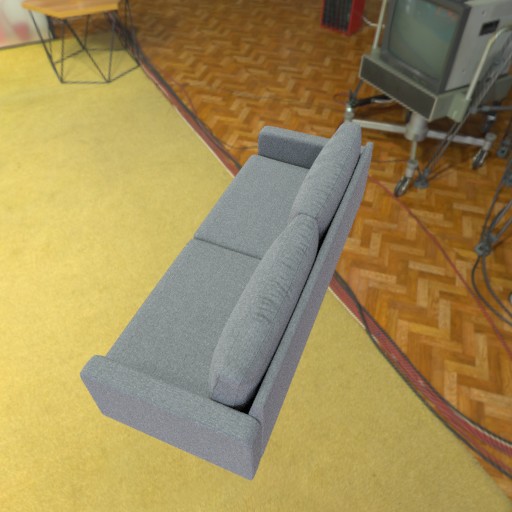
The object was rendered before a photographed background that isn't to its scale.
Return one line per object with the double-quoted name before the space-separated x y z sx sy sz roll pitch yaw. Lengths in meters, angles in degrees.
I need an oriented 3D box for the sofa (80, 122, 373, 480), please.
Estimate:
"sofa" 0.000 0.000 2.657 0.880 0.880 2.200 17 49 15
